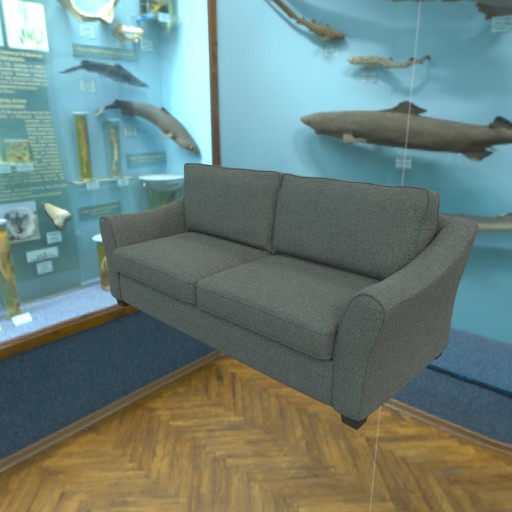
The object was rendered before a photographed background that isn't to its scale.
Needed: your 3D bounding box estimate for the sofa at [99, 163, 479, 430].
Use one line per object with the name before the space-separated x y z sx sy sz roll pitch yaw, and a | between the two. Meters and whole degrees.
sofa | 0.000 0.000 2.716 2.203 0.976 1.013 16 23 41
